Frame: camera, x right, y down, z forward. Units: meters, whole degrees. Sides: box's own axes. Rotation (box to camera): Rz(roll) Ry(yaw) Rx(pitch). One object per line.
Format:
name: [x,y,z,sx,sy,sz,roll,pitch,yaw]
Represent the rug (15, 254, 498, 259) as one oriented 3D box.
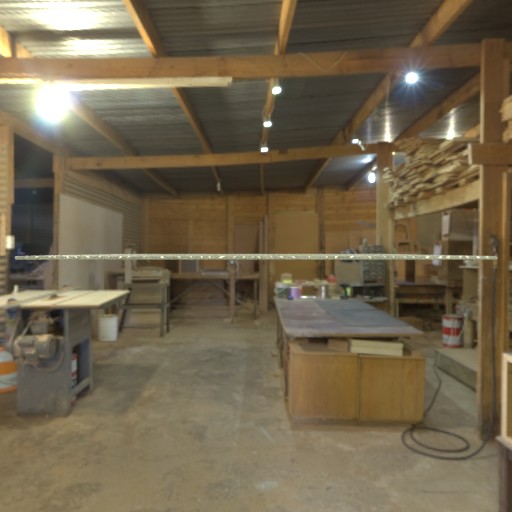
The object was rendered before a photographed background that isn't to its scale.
rug: [0.000,0.000,2.737,2.144,0.015,1.543,0,1,0]
